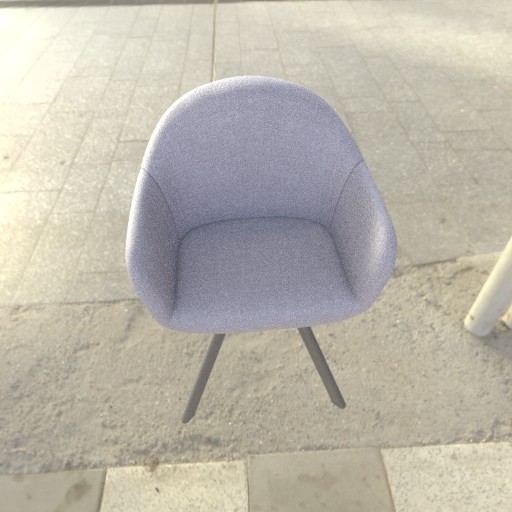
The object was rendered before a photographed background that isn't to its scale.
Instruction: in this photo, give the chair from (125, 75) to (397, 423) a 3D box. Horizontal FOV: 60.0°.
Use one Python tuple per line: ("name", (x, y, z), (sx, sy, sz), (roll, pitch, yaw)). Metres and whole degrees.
("chair", (0.000, 0.000, 1.222), (0.590, 0.795, 0.550), (-4, 45, -4))
